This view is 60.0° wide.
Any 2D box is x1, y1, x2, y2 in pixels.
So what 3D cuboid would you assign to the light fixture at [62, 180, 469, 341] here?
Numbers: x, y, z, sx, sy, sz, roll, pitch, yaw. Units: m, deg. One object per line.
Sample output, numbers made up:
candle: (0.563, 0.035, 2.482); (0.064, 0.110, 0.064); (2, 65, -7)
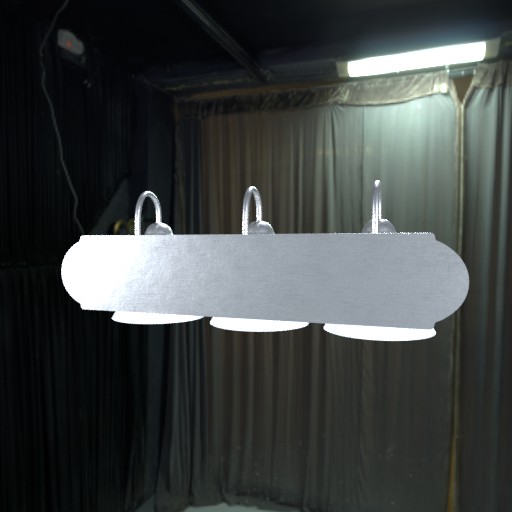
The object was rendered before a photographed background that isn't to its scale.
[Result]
light fixture: (0.000, 0.000, 0.724); (0.610, 0.222, 0.199); (1, 2, 19)
